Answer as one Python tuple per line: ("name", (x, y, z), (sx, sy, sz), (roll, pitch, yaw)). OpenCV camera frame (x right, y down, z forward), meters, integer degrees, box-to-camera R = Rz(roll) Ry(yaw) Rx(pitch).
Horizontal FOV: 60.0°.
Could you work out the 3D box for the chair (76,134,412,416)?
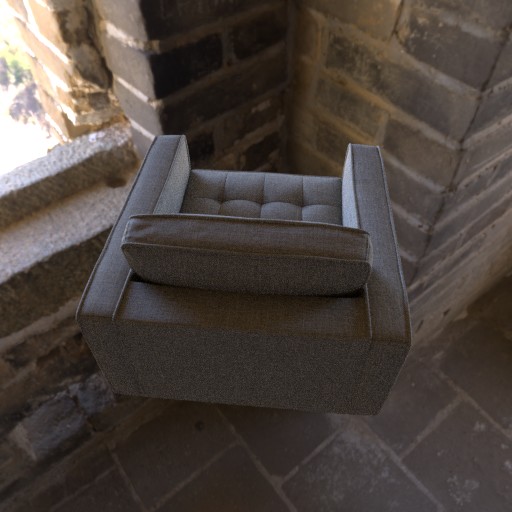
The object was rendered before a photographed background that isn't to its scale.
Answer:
("chair", (0.000, 0.000, 1.564), (0.889, 0.765, 0.914), (4, 47, 4))
